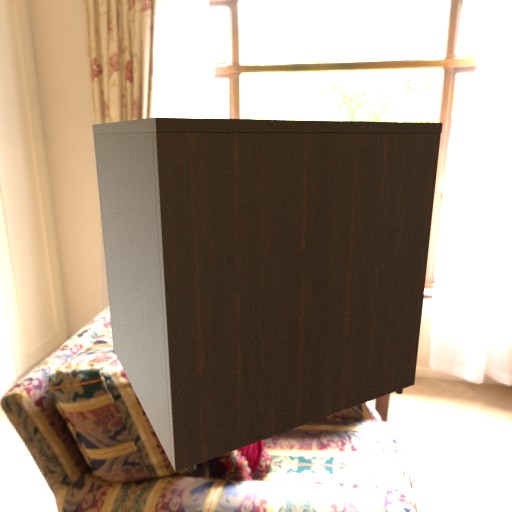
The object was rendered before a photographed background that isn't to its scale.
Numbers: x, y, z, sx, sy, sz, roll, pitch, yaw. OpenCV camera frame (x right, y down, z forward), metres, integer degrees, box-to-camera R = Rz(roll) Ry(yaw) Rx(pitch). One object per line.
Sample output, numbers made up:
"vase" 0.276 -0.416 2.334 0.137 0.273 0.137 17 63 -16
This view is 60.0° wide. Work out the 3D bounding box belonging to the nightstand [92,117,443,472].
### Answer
"nightstand" 0.000 0.000 0.805 0.461 0.460 0.400 -8 17 -28
